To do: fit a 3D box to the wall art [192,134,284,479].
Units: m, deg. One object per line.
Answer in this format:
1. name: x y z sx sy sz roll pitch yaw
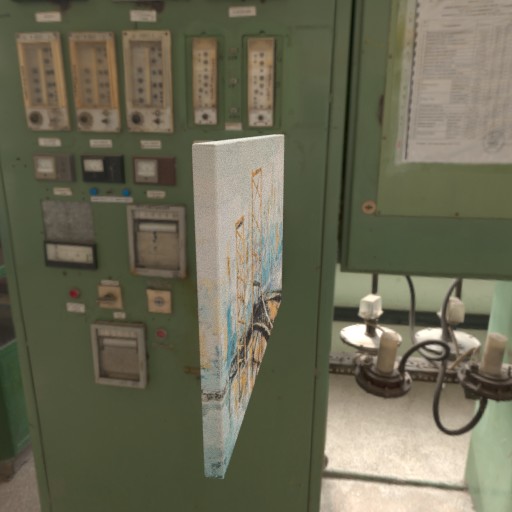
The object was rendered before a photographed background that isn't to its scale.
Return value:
1. wall art: 0.000 0.000 1.178 0.038 0.609 0.913 3 16 10
